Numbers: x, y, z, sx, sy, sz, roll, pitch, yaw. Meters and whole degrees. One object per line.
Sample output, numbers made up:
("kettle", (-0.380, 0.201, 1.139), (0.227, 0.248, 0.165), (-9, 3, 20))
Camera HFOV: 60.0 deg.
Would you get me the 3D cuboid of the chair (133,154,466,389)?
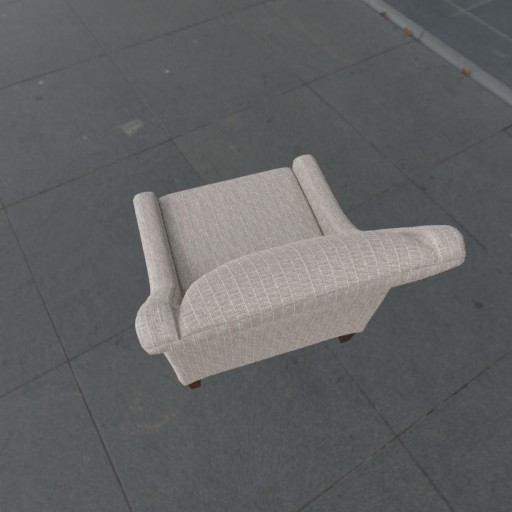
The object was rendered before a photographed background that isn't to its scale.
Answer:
("chair", (0.000, 0.000, 1.567), (0.774, 1.014, 0.870), (-15, 59, -9))
